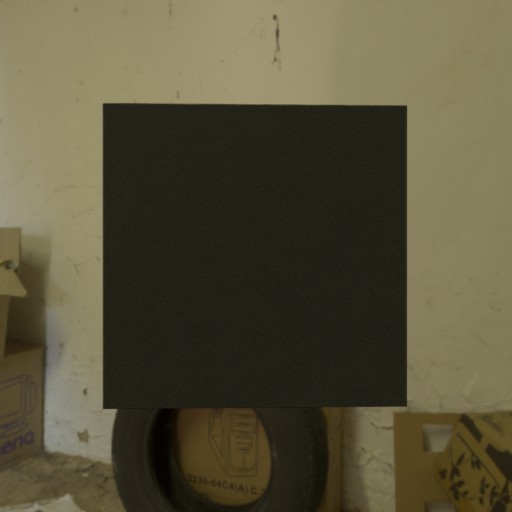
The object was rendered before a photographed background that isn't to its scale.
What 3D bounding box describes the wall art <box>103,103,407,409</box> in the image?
[{"bbox_3d":[0.000,0.000,0.450,0.304,0.303,0.015,0,0,-1],"label":"wall art"}]
